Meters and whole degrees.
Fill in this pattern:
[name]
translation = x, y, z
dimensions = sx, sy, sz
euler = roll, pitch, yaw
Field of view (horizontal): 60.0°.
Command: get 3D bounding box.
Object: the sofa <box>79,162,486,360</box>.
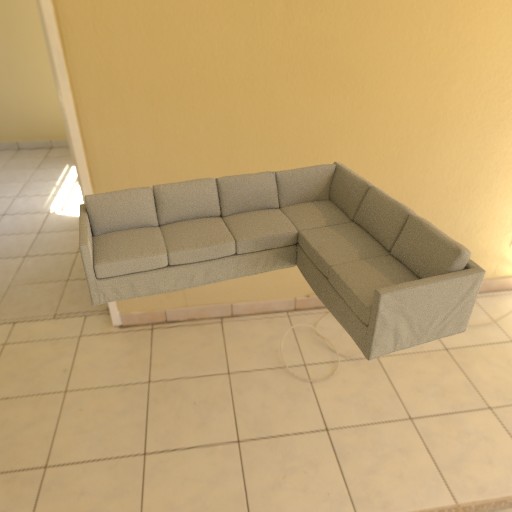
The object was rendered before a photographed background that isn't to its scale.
[sofa]
translation = 0.000, 0.000, 4.298
dimensions = 3.182, 0.871, 2.432
euler = -10, 33, -16
